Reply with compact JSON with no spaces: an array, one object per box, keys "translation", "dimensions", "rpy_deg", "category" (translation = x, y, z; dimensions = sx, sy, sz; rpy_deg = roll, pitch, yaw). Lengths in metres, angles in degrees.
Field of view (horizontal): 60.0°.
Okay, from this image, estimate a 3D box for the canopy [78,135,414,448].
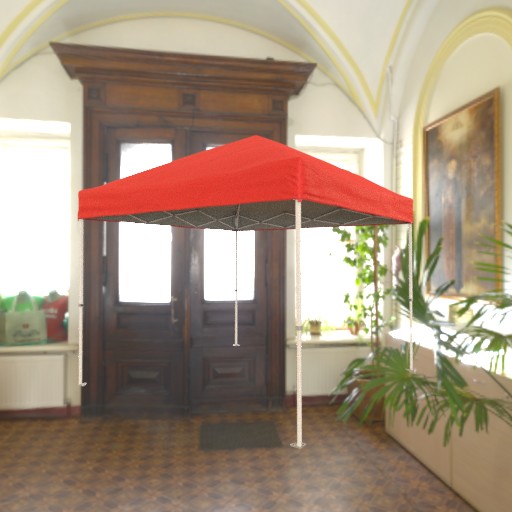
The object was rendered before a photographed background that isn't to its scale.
[{"translation":[0.000,0.000,5.491],"dimensions":[2.996,2.997,2.998],"rpy_deg":[0,0,36],"category":"canopy"}]
